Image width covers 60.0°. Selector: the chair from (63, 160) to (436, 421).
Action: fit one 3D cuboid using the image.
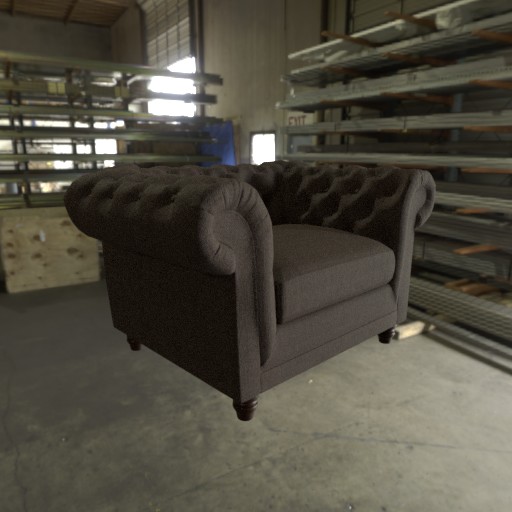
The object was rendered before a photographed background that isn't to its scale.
[{"bbox_3d":[0.000,0.000,1.883,1.298,0.780,0.945,-12,18,-42],"label":"chair"}]
